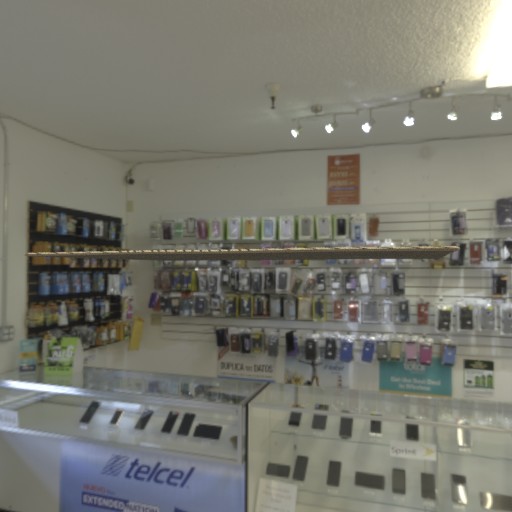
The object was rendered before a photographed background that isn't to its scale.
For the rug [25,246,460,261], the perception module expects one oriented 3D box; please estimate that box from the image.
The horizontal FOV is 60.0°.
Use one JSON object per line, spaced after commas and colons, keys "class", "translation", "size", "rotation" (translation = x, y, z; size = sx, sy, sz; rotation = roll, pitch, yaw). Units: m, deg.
{"class": "rug", "translation": [0.000, 0.000, 2.315], "size": [1.842, 0.019, 1.237], "rotation": [-1, -2, 20]}
